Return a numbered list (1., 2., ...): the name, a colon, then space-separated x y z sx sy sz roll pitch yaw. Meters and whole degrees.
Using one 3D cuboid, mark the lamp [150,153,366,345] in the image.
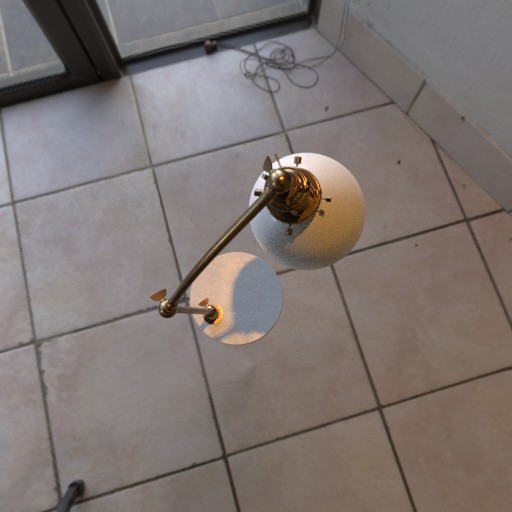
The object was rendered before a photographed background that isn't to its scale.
1. lamp: 0.000 0.000 0.659 0.317 0.522 0.186 -34 79 -8
